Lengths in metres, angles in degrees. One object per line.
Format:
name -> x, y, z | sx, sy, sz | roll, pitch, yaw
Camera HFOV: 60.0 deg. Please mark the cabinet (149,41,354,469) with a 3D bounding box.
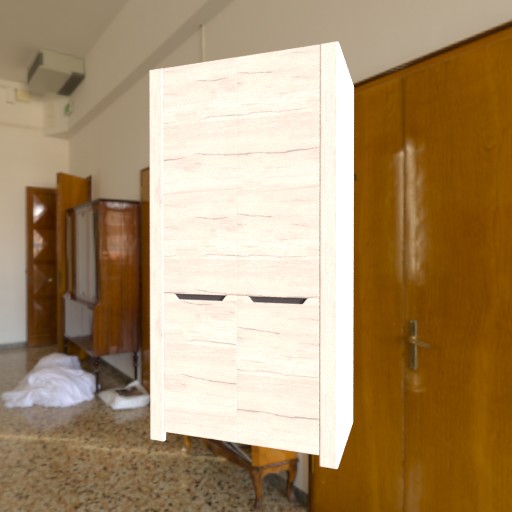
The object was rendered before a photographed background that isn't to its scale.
cabinet -> 0.000, 0.000, 2.426 | 0.980, 1.930, 0.580 | 0, 1, 19
